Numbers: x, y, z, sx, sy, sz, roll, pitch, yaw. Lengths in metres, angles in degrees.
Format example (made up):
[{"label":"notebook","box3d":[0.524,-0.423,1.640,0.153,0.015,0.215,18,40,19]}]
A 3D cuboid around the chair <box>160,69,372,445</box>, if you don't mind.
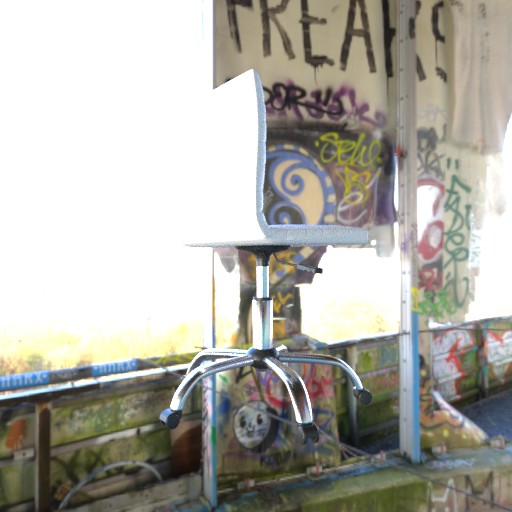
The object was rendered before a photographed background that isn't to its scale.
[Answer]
[{"label":"chair","box3d":[0.000,0.000,1.159,0.530,0.780,0.556,0,-1,-37]}]
